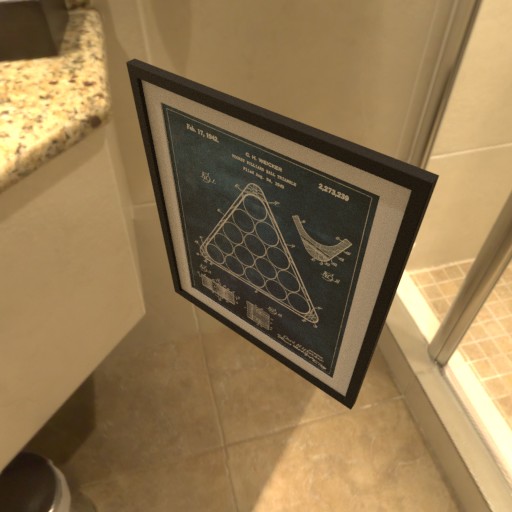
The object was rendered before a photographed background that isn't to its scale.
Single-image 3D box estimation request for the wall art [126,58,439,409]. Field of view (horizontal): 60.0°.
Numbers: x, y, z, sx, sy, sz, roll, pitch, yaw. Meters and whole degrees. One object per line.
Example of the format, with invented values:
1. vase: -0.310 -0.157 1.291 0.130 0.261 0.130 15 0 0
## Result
1. wall art: 0.000 0.000 1.208 0.755 0.863 0.028 29 53 25
